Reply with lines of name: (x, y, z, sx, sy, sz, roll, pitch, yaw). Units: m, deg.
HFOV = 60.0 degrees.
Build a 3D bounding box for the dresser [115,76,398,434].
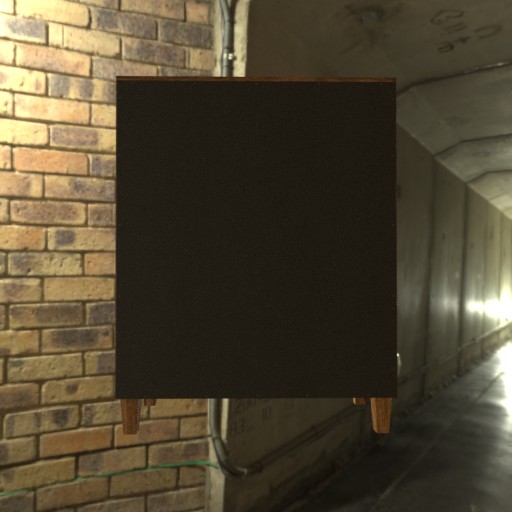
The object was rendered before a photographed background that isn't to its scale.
dresser: (0.000, 0.000, 1.896, 1.067, 1.359, 0.438, 0, -1, -1)
